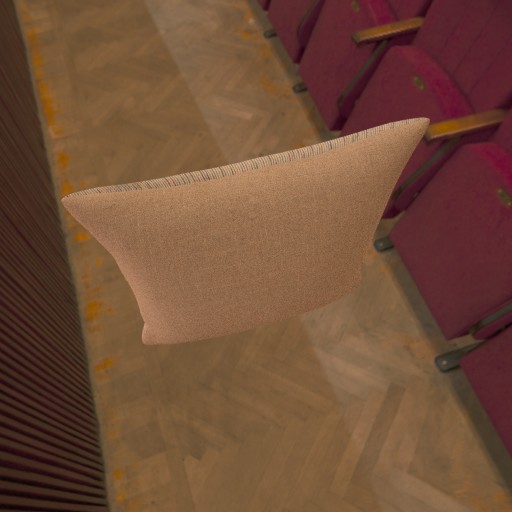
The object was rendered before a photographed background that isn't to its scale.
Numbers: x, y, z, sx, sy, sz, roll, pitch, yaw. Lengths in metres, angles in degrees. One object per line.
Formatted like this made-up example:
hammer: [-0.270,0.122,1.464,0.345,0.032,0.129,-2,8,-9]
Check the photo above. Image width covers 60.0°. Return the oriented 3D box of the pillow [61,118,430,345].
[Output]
pillow: [0.000,0.000,0.794,0.512,0.506,0.178,-14,59,-9]
